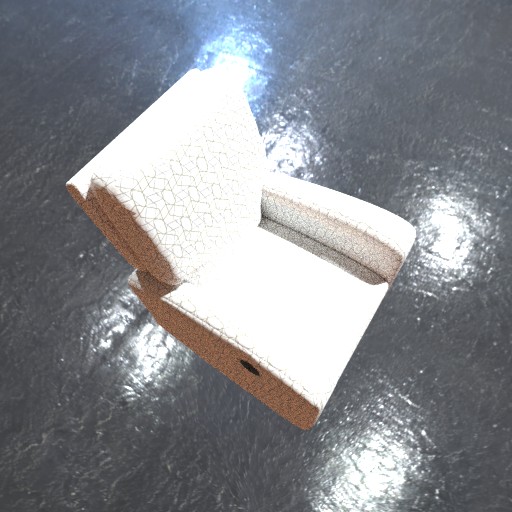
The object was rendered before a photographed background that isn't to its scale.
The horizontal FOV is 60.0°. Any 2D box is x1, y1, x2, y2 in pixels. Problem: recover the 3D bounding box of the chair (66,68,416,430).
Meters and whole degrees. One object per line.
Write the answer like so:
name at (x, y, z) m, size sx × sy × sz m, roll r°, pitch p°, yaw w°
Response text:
chair at (0.000, 0.000, 1.725) m, size 0.995 × 1.064 × 0.796 m, roll 29°, pitch 64°, yaw 16°
